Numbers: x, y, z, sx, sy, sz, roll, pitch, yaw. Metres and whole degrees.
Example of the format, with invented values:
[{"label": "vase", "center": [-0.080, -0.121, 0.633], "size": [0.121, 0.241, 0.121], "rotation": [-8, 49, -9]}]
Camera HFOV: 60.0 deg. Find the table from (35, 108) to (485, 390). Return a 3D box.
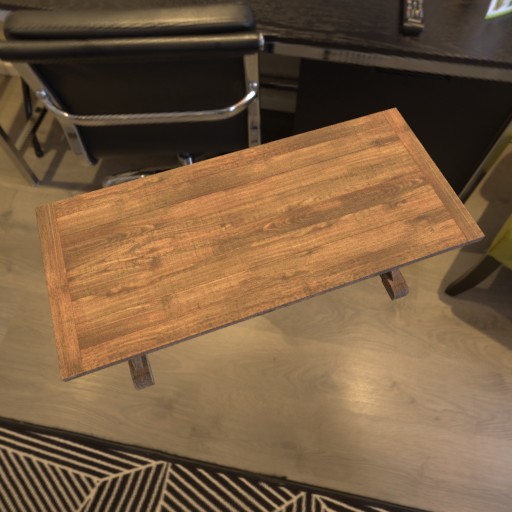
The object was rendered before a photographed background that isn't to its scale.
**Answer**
[{"label": "table", "center": [0.000, 0.000, 2.507], "size": [2.031, 0.733, 0.907], "rotation": [-18, 64, -9]}]
